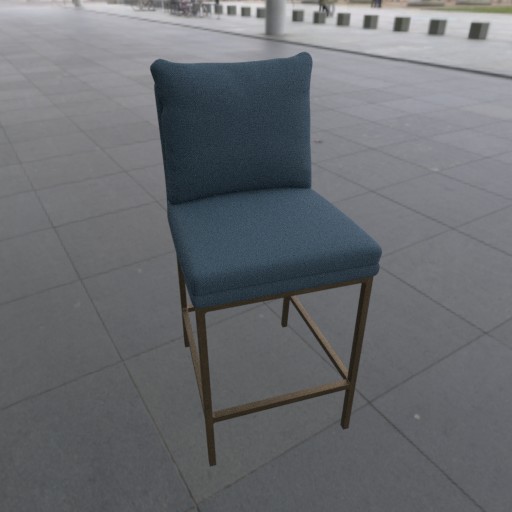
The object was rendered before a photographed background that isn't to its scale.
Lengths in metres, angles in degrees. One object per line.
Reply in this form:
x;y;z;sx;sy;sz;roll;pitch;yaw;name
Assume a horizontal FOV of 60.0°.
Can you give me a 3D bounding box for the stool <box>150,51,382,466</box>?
0.000;0.000;1.288;0.463;1.032;0.568;-9;32;-15;stool
